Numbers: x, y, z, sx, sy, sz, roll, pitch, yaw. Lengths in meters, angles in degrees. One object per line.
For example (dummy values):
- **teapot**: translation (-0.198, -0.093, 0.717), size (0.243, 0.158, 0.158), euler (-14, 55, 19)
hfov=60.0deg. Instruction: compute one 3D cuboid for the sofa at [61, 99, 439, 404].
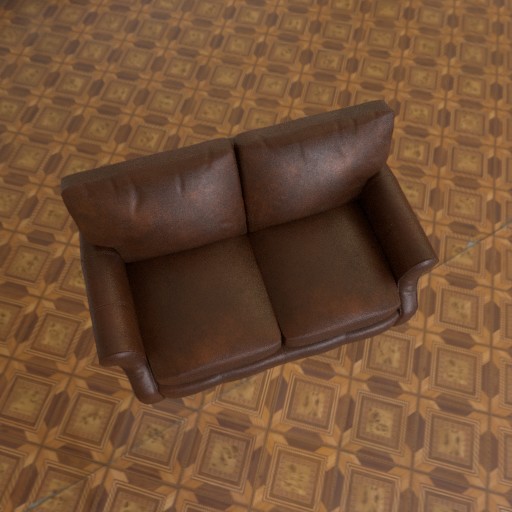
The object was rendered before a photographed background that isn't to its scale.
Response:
- **sofa**: translation (0.000, 0.000, 2.198), size (1.616, 0.976, 0.990), euler (-16, 65, -8)
